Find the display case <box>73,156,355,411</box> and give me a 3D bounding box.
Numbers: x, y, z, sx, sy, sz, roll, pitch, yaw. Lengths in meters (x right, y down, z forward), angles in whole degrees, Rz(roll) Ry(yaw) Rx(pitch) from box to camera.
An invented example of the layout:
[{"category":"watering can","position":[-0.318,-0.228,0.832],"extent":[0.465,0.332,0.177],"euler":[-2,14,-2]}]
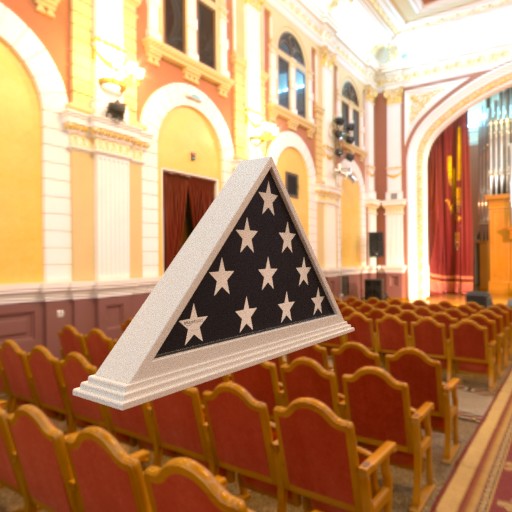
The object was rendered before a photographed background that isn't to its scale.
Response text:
[{"category":"display case","position":[0.000,0.000,0.775],"extent":[0.095,0.340,0.640],"euler":[0,0,35]}]
